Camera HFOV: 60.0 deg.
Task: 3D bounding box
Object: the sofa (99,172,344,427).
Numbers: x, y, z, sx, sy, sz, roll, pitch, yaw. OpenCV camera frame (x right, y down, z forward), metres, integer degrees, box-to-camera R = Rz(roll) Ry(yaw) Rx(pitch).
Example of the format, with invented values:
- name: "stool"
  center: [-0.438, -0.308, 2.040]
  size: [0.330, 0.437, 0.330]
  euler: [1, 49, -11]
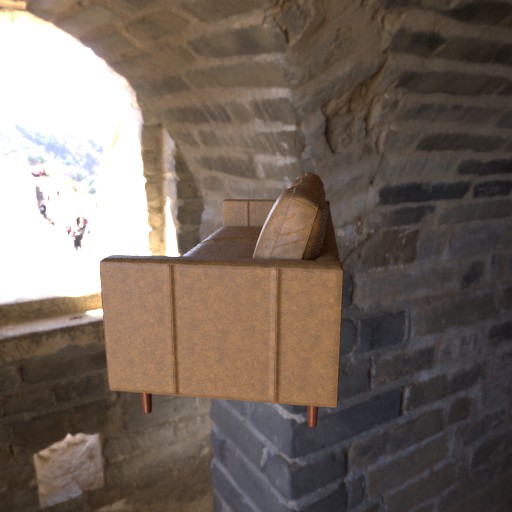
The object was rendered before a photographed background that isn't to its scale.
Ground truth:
- name: "sofa"
  center: [0.000, 0.000, 2.659]
  size: [0.903, 0.930, 2.231]
  euler: [2, 13, 8]
